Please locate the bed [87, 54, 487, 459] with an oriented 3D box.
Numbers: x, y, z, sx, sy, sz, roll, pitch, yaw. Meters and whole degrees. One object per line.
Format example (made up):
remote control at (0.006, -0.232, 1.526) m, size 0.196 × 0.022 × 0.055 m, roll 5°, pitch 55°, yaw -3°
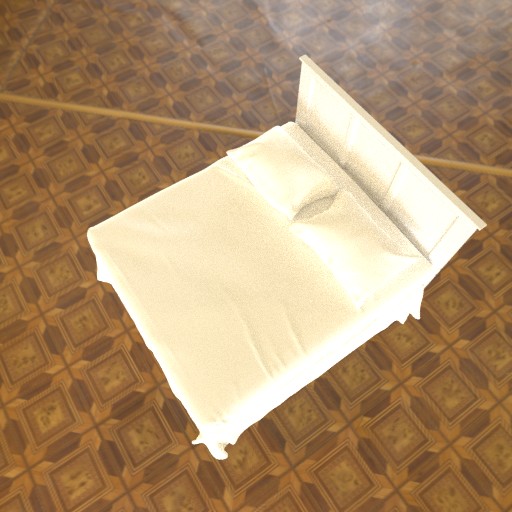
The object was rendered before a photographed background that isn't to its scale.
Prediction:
bed at (0.000, 0.000, 3.065) m, size 2.047 × 1.269 × 1.876 m, roll -32°, pitch 68°, yaw -15°
